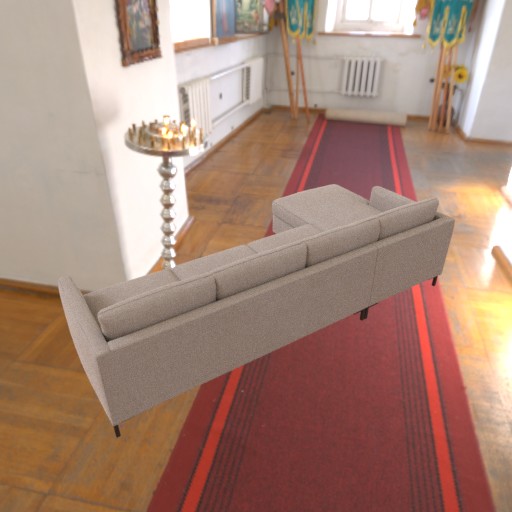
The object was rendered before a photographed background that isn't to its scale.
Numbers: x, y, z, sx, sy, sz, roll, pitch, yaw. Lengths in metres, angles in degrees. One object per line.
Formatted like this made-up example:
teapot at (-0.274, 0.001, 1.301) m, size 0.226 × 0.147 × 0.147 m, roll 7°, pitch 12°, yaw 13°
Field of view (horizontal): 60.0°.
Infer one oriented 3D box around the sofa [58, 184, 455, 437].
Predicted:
sofa at (0.000, 0.000, 3.515) m, size 2.923 × 0.816 × 1.469 m, roll -18°, pitch 36°, yaw -28°
